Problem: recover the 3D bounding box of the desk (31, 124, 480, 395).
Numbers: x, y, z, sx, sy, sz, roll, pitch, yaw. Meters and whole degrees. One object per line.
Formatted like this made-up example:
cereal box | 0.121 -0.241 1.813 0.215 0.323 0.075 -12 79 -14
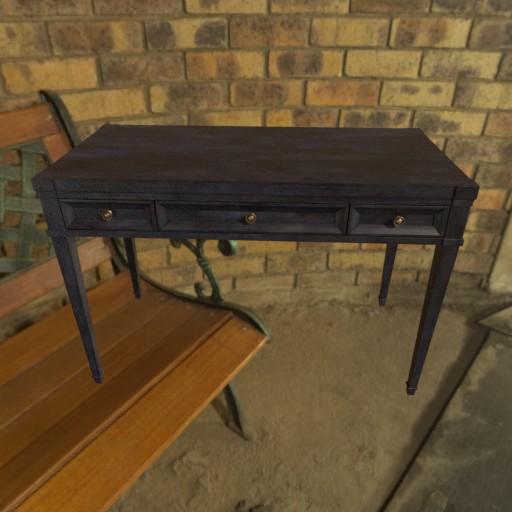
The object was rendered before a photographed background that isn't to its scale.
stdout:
desk | 0.000 0.000 1.758 1.289 0.861 0.630 1 31 2
